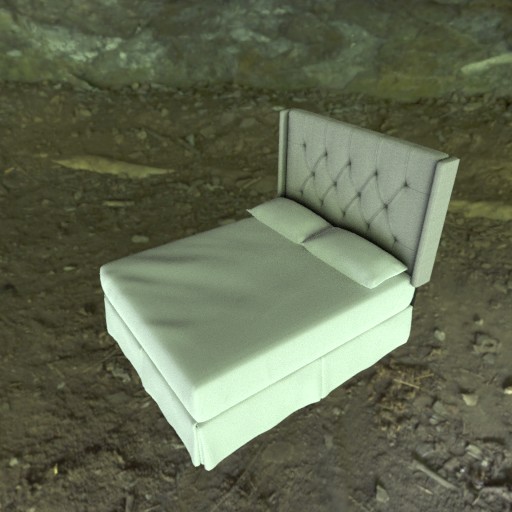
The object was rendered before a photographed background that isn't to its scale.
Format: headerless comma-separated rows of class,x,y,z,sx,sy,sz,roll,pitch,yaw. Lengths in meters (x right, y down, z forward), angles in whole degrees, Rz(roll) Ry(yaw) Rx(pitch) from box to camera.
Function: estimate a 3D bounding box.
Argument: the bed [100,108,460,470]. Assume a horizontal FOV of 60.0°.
bed,0.000,0.000,3.411,2.066,1.665,1.719,-21,37,-30
